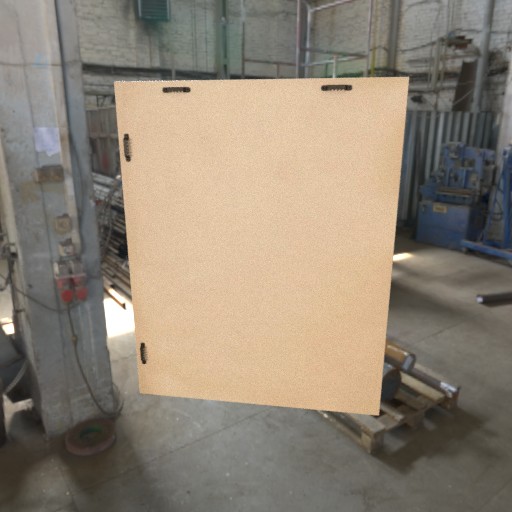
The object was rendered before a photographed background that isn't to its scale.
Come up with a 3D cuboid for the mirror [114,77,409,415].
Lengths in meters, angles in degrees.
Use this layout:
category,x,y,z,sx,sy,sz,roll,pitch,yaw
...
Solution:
category,x,y,z,sx,sy,sz,roll,pitch,yaw
mirror,0.000,0.000,0.686,0.405,0.508,0.041,2,16,8
